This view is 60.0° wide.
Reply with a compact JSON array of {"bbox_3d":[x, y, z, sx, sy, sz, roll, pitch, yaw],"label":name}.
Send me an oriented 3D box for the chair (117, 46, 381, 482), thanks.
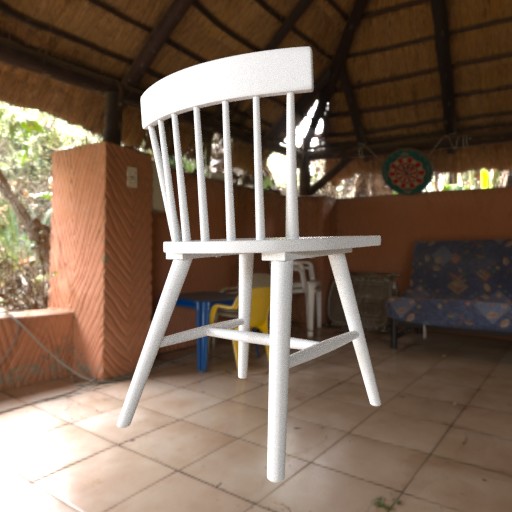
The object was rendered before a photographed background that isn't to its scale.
[{"bbox_3d":[0.000,0.000,1.092,0.483,0.787,0.500,0,1,35],"label":"chair"}]
